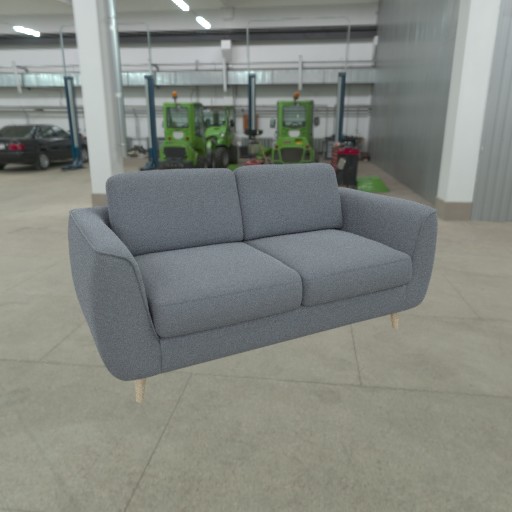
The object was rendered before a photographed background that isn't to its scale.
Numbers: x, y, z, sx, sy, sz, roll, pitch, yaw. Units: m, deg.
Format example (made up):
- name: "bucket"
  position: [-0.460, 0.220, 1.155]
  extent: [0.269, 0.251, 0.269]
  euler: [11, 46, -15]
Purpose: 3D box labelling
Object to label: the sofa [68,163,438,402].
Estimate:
- name: "sofa"
  position: [0.000, 0.000, 2.245]
  extent: [1.700, 0.850, 0.920]
  euler: [-9, 19, -27]
